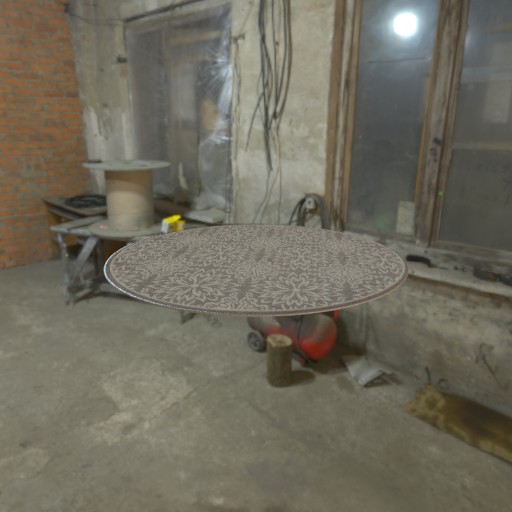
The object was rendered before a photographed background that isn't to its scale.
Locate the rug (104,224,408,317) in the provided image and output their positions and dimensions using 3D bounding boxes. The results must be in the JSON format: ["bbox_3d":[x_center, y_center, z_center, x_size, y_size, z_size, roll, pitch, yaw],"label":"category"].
[{"bbox_3d":[0.000,0.000,2.438,1.593,0.012,1.593,0,16,0],"label":"rug"}]
